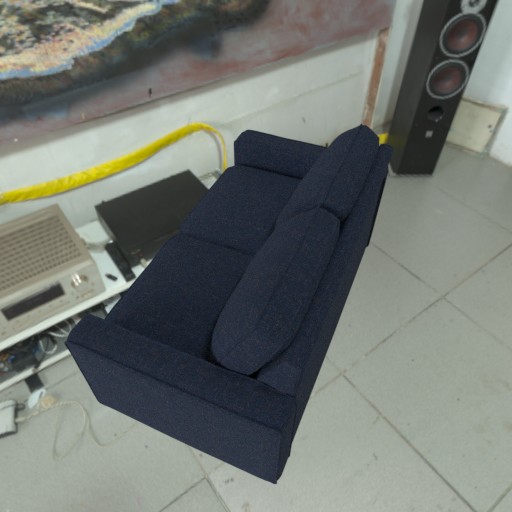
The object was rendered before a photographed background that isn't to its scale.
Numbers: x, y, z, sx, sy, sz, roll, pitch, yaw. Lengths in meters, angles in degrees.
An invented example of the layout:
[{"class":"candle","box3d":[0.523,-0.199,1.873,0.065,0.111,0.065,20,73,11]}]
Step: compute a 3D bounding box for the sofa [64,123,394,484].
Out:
[{"class":"sofa","box3d":[0.000,0.000,2.227,0.947,0.918,1.709,18,49,16]}]
